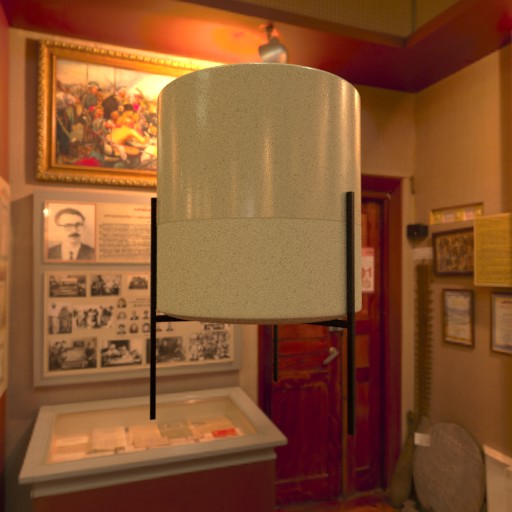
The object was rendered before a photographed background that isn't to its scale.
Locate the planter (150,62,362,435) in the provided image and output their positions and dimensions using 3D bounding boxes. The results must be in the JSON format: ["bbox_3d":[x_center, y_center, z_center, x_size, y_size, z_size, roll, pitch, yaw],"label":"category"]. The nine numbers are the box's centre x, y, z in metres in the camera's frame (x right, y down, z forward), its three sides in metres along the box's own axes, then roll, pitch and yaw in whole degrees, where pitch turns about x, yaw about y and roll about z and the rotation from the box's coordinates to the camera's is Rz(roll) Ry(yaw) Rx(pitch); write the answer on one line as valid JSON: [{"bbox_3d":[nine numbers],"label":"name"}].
[{"bbox_3d":[0.000,0.000,0.696,0.323,0.475,0.314,0,-1,-18],"label":"planter"}]
